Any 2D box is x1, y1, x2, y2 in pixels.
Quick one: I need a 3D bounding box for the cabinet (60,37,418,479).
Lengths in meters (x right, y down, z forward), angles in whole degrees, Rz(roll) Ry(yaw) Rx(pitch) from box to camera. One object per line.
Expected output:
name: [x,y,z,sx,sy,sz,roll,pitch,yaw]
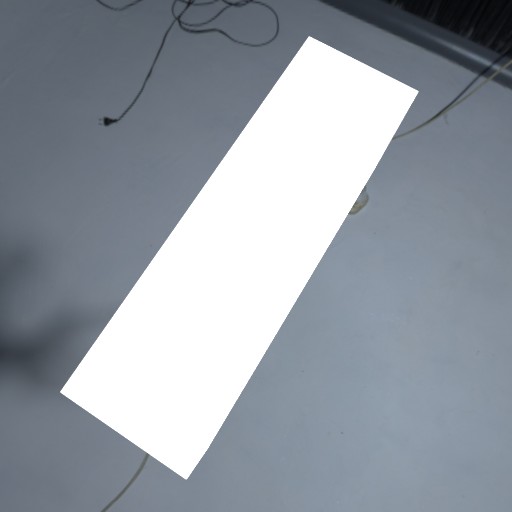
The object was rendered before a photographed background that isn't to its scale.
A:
cabinet: [0.000,0.000,1.986,0.500,0.780,1.649,31,77,8]
